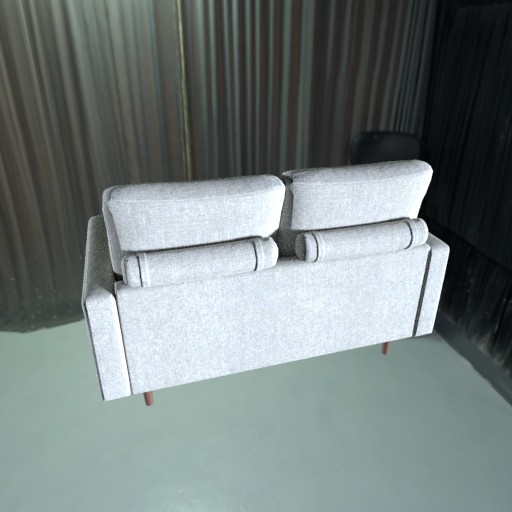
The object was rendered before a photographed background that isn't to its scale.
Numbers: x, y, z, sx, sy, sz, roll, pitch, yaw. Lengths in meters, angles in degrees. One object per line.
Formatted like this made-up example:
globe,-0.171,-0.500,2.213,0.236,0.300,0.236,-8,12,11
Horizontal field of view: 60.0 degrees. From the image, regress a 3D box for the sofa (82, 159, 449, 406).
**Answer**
sofa,0.000,0.000,1.976,1.407,0.907,0.842,-8,28,-15
